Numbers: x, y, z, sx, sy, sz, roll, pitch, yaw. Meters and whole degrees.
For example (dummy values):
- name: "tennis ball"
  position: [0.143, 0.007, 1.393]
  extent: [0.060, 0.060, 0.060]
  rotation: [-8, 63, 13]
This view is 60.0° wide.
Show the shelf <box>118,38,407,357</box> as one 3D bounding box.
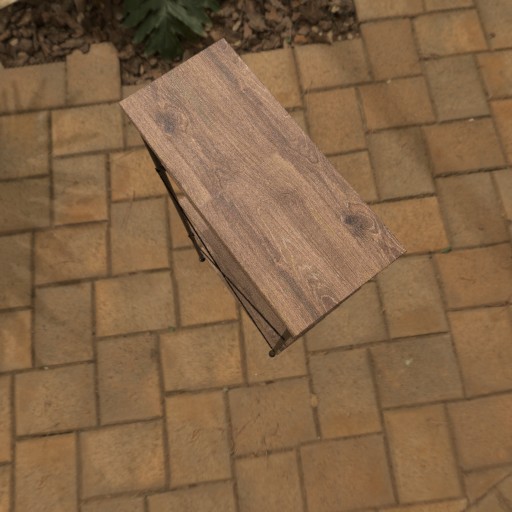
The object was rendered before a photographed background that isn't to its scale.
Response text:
- name: "shelf"
  position: [0.000, 0.000, 1.996]
  extent: [0.360, 1.700, 0.800]
  rotation: [-36, 78, -9]
